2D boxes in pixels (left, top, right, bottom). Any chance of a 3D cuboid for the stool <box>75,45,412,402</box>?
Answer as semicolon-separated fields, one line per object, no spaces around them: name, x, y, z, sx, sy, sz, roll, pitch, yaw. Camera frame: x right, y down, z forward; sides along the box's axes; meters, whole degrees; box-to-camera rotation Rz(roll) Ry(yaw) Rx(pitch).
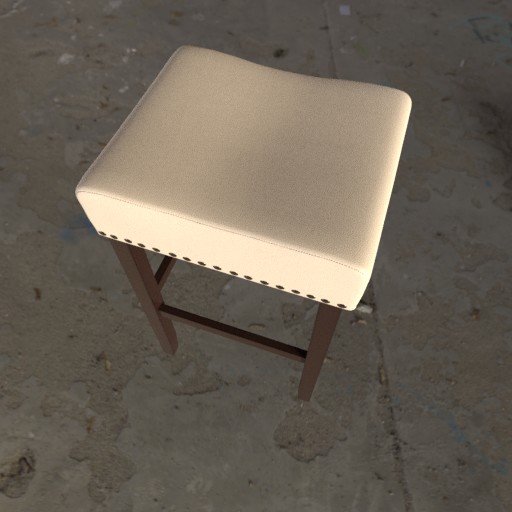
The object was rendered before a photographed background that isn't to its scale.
stool;0.000;0.000;1.049;0.471;0.762;0.401;16;59;10
